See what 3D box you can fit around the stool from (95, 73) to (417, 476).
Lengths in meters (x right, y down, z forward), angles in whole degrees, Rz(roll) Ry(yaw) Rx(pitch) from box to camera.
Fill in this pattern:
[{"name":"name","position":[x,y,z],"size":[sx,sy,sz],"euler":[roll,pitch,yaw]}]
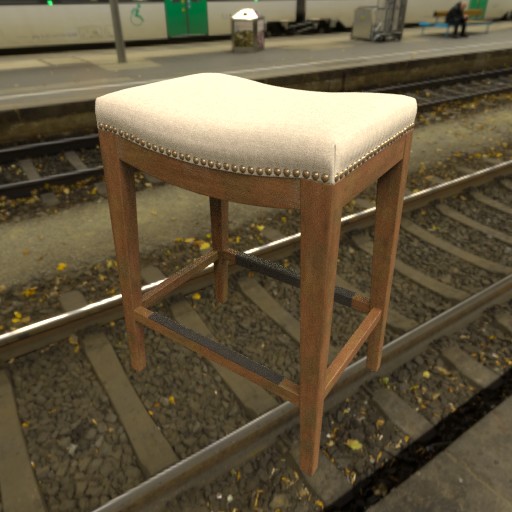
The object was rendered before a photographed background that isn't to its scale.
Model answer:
[{"name":"stool","position":[0.000,0.000,0.938],"size":[0.508,0.660,0.356],"euler":[20,36,29]}]
